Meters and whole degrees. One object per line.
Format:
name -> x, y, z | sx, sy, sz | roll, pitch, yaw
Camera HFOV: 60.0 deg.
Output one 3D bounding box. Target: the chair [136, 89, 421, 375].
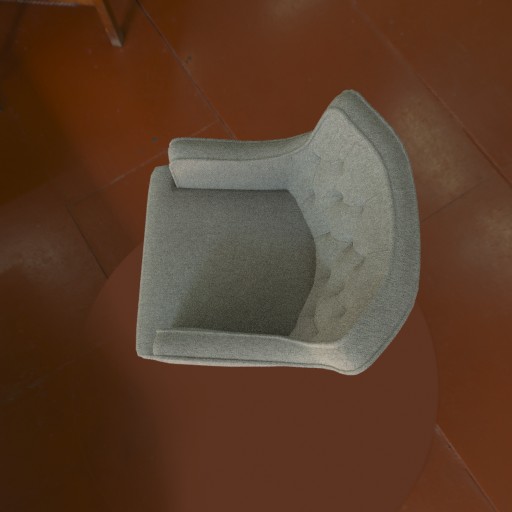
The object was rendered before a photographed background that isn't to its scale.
chair -> 0.000, 0.000, 1.622 | 0.910, 0.920, 0.820 | 1, 76, 0
